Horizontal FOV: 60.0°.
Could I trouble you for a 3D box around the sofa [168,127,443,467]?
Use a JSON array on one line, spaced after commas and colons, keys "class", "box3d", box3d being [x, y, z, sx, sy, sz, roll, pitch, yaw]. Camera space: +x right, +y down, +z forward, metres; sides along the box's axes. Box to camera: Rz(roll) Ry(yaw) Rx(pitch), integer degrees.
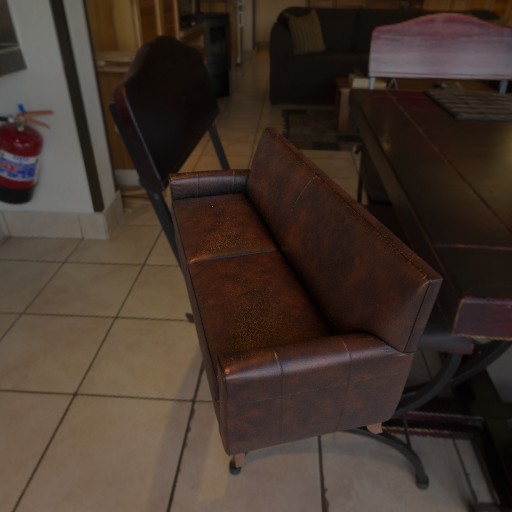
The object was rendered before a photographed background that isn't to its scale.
[{"class": "sofa", "box3d": [0.000, 0.000, 2.442, 0.786, 0.871, 1.995, -8, 32, -13]}]
